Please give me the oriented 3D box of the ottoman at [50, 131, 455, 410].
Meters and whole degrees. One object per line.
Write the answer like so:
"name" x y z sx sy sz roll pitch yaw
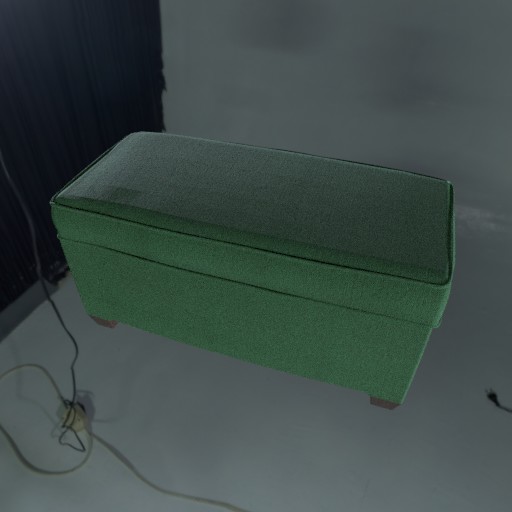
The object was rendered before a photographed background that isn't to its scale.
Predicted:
"ottoman" 0.000 0.000 1.249 0.957 0.471 0.483 13 42 14
